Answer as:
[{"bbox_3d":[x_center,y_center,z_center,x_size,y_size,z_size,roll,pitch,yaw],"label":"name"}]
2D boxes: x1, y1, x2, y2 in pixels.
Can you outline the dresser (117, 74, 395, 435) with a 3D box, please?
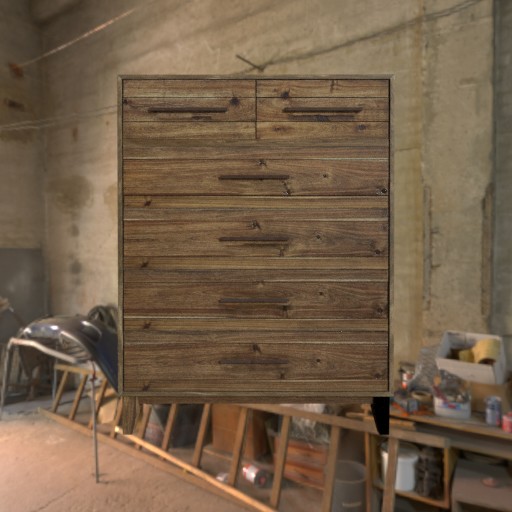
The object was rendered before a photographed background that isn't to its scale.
[{"bbox_3d":[0.000,0.000,1.912,1.062,1.393,0.442,0,1,0],"label":"dresser"}]
